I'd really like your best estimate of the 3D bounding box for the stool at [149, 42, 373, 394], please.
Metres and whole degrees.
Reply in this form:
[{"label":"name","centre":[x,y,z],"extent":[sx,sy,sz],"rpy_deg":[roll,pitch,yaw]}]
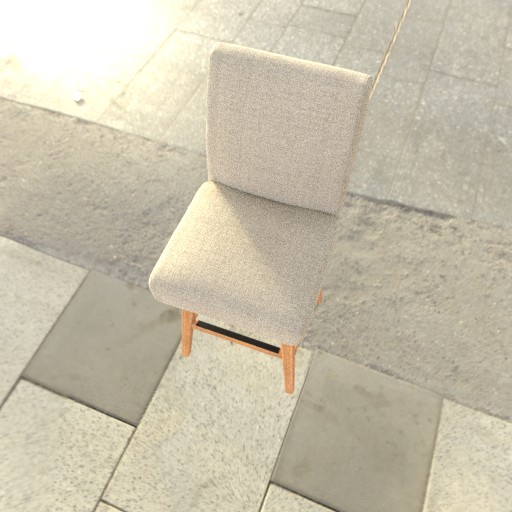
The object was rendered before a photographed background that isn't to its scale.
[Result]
[{"label":"stool","centre":[0.000,0.000,1.447],"extent":[0.483,1.106,0.569],"rpy_deg":[17,61,10]}]
